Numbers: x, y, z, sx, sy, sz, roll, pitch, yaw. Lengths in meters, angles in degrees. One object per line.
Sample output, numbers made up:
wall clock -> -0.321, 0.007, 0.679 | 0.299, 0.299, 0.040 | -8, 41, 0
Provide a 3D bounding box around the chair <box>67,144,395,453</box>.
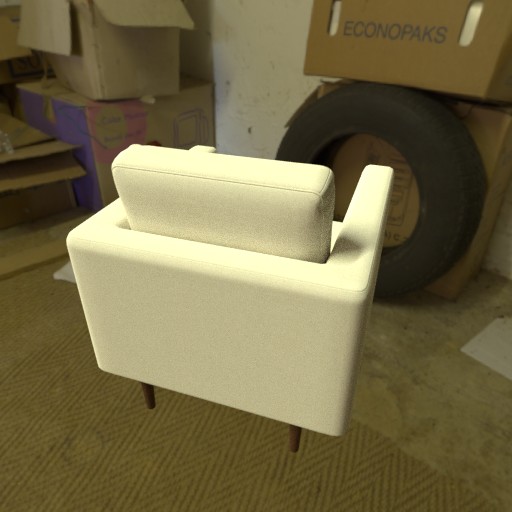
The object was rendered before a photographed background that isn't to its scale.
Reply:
chair -> 0.000, 0.000, 1.557 | 0.831, 0.899, 0.879 | 10, 33, 16
